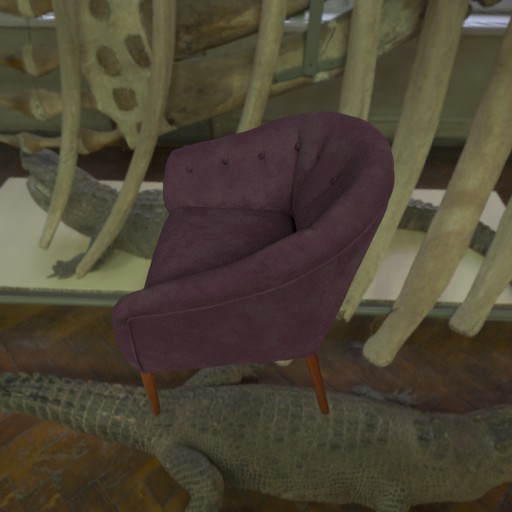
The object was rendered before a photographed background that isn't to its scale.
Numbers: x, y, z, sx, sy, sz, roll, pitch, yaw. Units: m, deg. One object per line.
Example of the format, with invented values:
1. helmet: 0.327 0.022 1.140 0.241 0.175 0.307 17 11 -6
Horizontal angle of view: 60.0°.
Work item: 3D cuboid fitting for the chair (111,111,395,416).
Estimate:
1. chair: 0.000 0.000 1.520 0.776 0.885 0.851 1 42 1
